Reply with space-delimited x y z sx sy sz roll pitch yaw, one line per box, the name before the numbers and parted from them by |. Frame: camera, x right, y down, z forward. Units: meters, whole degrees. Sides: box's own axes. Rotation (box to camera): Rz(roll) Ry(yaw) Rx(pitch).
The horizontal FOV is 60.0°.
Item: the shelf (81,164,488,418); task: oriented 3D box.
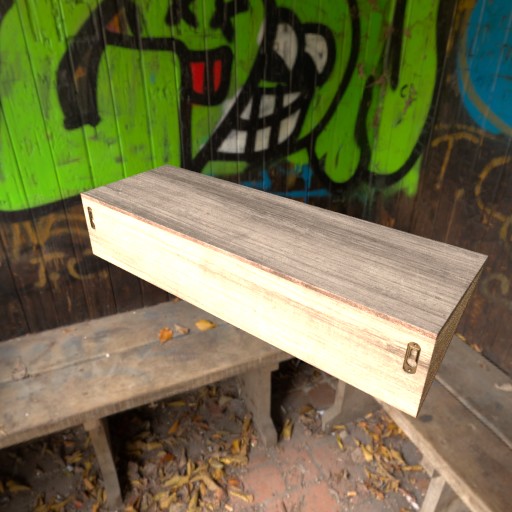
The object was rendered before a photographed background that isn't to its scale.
shelf | 0.000 0.000 0.700 0.610 0.125 0.200 21 36 32
